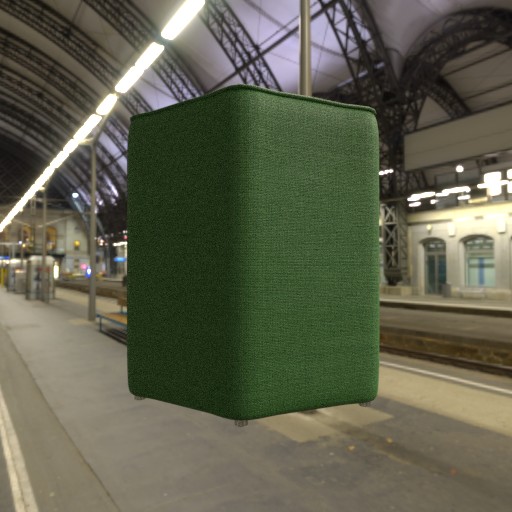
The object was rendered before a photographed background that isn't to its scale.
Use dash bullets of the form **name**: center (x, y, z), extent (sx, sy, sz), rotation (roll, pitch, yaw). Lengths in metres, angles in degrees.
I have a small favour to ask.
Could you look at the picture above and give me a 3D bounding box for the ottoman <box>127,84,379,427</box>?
- **ottoman**: center (0.000, 0.000, 0.879), extent (0.499, 0.507, 0.444), rotation (-1, -2, 36)
